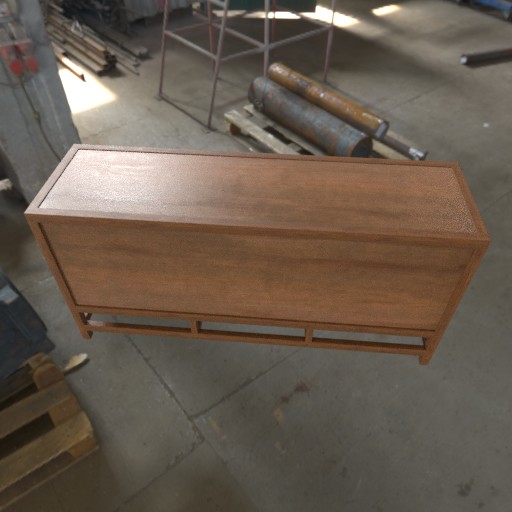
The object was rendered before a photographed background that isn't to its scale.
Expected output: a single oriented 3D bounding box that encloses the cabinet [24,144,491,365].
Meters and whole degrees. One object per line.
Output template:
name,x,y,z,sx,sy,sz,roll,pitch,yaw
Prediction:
cabinet,0.000,0.000,2.085,1.708,0.820,0.522,4,45,4
